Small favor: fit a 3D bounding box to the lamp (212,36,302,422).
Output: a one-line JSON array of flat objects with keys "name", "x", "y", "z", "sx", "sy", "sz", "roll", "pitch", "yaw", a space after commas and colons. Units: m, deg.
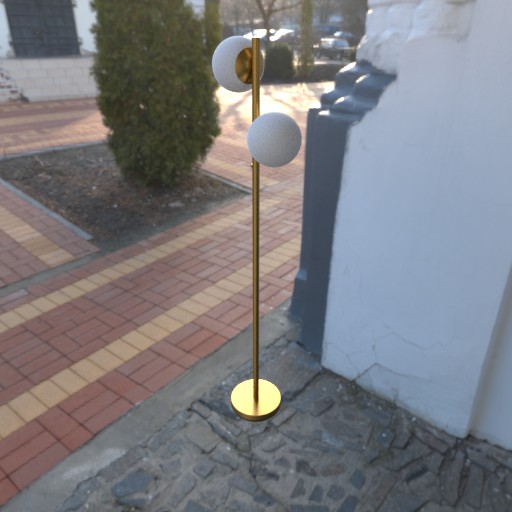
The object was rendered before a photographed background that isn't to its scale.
[{"name": "lamp", "x": 0.000, "y": 0.000, "z": 1.846, "sx": 0.249, "sy": 1.641, "sz": 0.419, "roll": -17, "pitch": 31, "yaw": -30}]
